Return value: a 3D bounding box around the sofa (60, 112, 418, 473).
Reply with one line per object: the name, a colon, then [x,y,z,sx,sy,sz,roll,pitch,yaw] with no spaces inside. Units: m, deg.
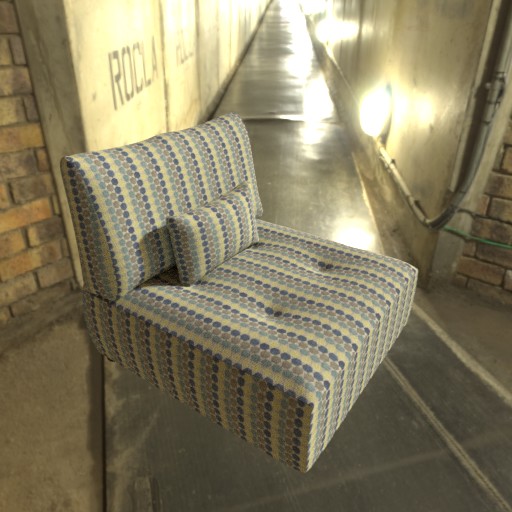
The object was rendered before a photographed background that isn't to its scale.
sofa: [0.000,0.000,1.692,1.000,0.830,0.930,19,34,30]
